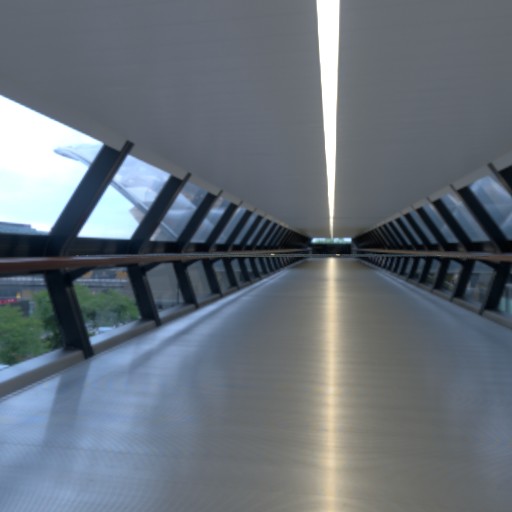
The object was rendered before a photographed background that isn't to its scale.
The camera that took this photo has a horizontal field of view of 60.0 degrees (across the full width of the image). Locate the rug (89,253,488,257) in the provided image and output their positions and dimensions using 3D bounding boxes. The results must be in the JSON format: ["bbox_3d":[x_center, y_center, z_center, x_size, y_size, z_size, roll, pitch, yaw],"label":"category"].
[{"bbox_3d":[0.000,0.000,3.822,2.277,0.020,2.867,0,0,-36],"label":"rug"}]
